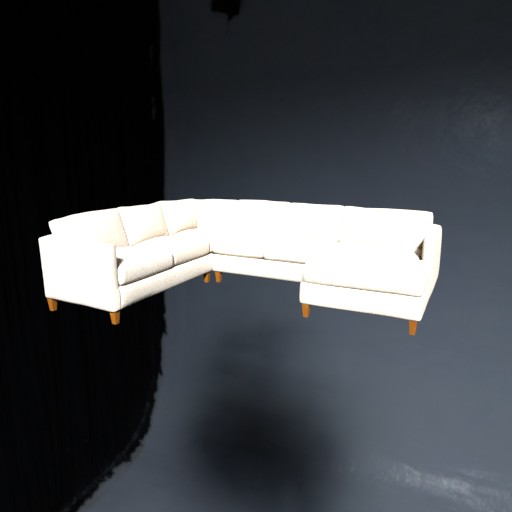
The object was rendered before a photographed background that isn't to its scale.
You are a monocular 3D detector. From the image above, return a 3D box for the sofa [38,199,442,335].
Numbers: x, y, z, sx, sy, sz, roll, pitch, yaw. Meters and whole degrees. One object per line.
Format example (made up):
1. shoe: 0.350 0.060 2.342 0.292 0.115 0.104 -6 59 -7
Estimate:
1. sofa: 0.000 0.000 4.680 3.460 0.961 2.594 6 14 26
